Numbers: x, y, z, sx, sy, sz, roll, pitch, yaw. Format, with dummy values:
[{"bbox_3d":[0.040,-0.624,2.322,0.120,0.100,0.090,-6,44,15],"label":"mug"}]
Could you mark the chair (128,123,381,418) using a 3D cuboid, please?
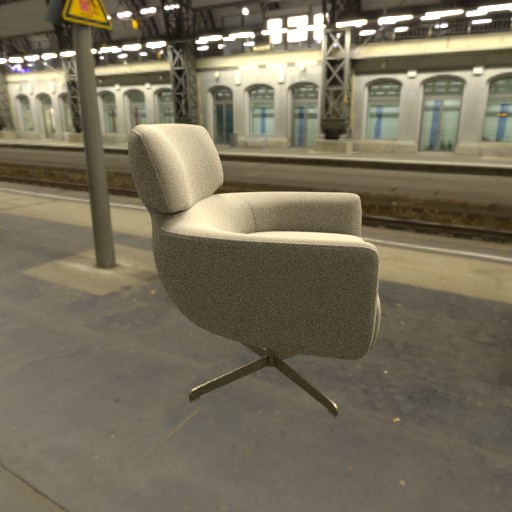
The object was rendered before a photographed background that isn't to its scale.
[{"bbox_3d":[0.000,0.000,1.421,0.730,0.810,0.760,3,17,9],"label":"chair"}]
